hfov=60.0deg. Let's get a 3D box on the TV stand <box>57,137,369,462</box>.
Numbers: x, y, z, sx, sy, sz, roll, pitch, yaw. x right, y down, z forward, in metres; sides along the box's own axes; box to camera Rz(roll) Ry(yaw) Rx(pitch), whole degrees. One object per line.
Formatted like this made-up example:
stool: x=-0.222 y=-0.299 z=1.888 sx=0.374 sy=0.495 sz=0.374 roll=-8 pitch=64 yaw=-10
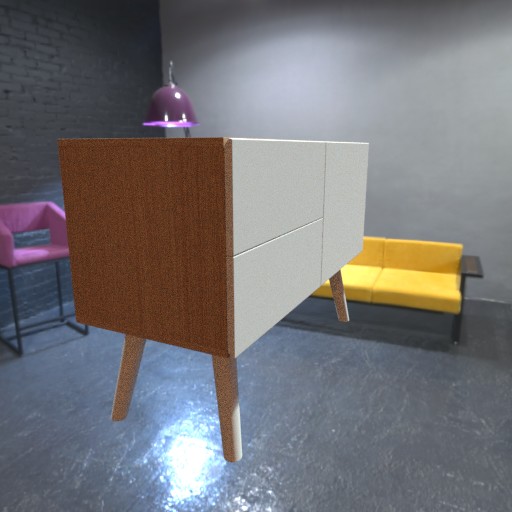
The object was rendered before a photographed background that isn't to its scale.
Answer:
TV stand: x=0.000 y=0.000 z=1.319 sx=0.407 sy=0.660 sz=0.991 roll=7 pitch=15 yaw=26
